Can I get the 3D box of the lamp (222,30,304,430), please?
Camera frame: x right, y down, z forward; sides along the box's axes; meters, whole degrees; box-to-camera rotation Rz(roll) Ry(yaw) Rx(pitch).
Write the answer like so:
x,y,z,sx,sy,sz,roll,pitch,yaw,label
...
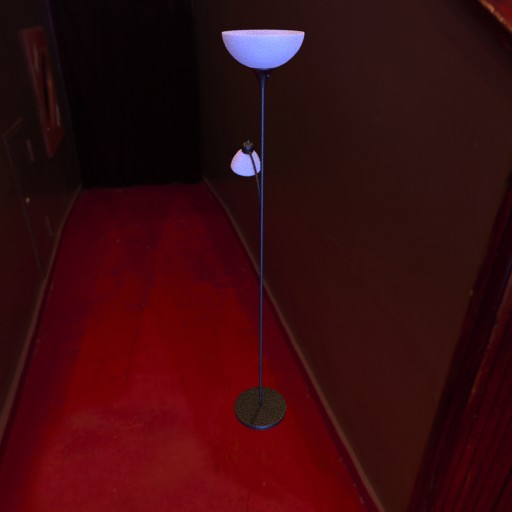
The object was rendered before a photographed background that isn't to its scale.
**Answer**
x,y,z,sx,sy,sz,roll,pitch,yaw,label
0.000,0.000,1.990,0.279,1.804,0.442,-8,31,-14,lamp
